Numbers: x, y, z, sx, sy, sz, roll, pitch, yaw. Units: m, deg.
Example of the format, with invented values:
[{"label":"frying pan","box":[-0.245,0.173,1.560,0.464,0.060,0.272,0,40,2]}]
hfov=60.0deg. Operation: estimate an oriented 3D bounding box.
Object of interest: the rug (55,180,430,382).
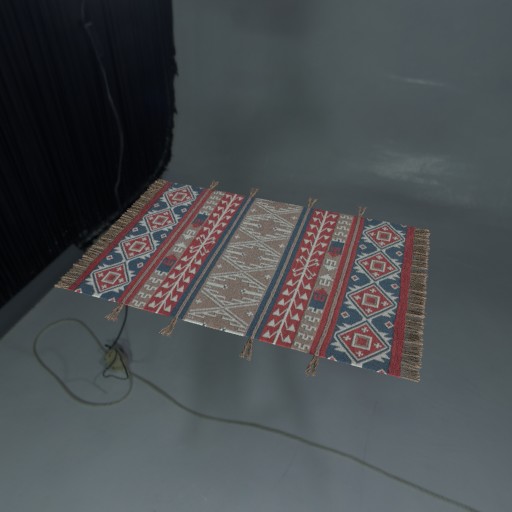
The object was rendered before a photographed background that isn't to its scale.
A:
[{"label":"rug","box":[0.000,0.000,2.721,2.025,0.040,1.469,12,42,14]}]
